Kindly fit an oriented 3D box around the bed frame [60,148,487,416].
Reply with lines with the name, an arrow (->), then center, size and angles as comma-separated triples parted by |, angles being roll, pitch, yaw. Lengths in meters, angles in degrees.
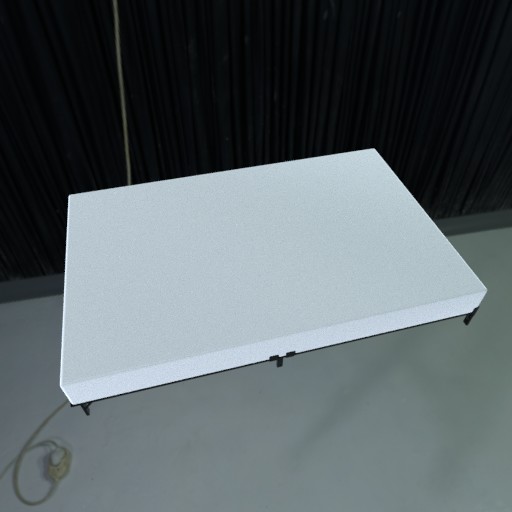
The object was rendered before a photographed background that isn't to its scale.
bed frame -> 0.000, 0.000, 3.740 | 2.987, 0.440, 1.930 | -11, 47, -10
